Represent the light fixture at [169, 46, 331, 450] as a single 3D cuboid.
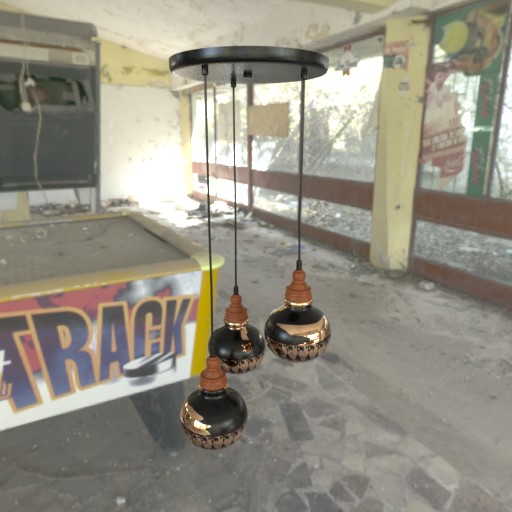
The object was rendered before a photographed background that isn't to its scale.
[{"bbox_3d":[0.000,0.000,1.737,0.605,1.410,0.608,2,15,8],"label":"light fixture"}]
